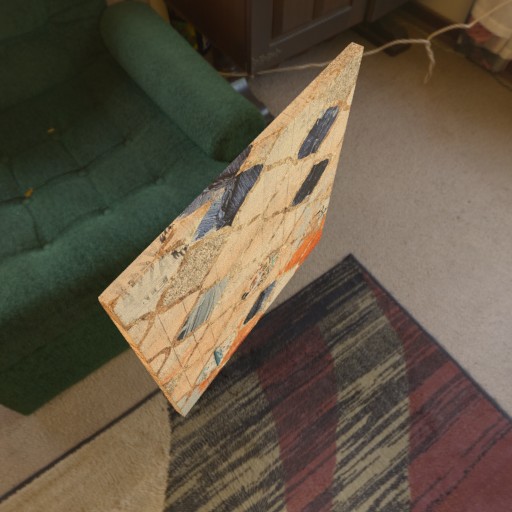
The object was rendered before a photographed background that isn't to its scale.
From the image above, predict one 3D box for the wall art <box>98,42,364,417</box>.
[{"bbox_3d":[0.000,0.000,1.352,0.039,0.914,0.912,31,64,17],"label":"wall art"}]
